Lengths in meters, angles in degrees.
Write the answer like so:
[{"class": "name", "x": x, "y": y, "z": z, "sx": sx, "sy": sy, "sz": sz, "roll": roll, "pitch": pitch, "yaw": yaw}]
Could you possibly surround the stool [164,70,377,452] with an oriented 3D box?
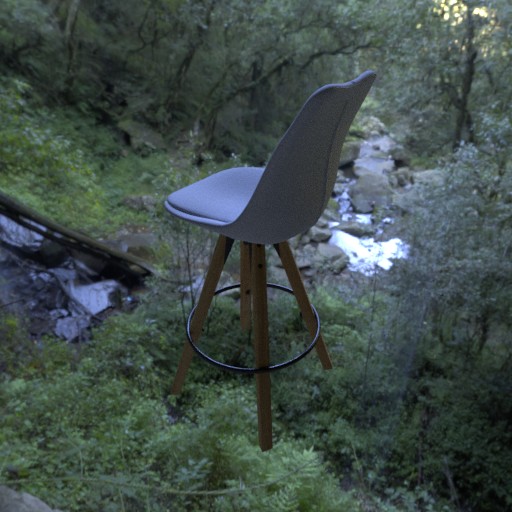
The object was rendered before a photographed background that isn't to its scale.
[{"class": "stool", "x": 0.000, "y": 0.000, "z": 1.400, "sx": 0.550, "sy": 1.115, "sz": 0.484, "roll": 21, "pitch": 37, "yaw": 29}]
